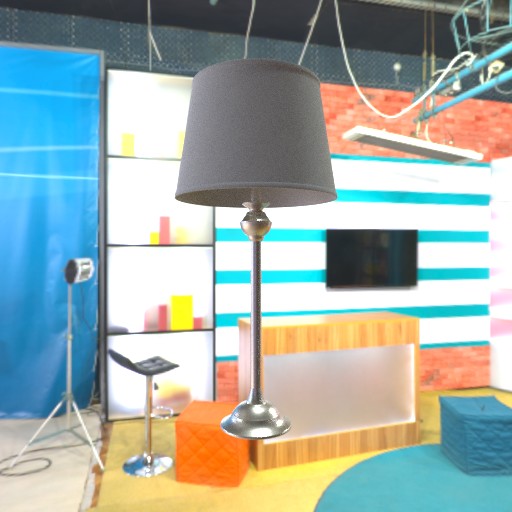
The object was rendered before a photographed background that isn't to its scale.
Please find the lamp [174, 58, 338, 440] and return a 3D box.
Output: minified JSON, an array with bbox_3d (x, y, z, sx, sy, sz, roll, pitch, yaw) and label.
[{"bbox_3d":[0.000,0.000,0.913,0.331,0.698,0.331,0,0,0],"label":"lamp"}]
